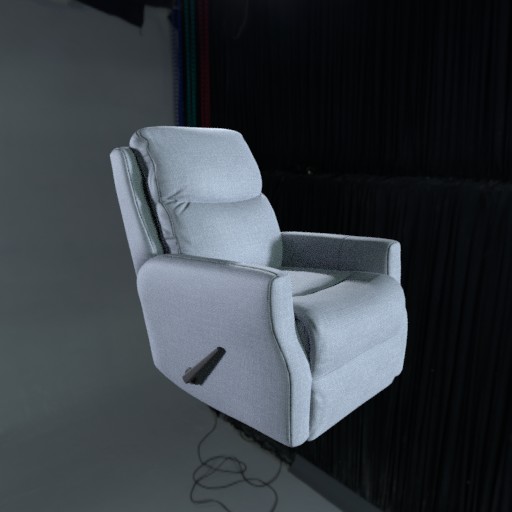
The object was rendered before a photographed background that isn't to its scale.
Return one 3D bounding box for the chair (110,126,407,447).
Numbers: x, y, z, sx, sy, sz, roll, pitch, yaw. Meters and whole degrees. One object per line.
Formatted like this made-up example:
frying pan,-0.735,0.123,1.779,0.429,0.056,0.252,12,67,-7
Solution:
chair,0.000,0.000,1.797,1.080,1.030,0.829,13,18,43
